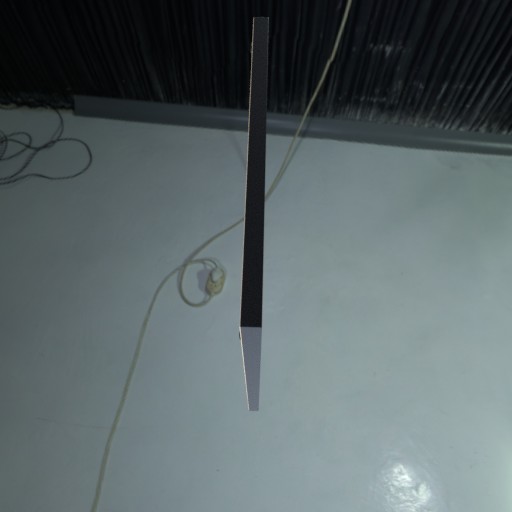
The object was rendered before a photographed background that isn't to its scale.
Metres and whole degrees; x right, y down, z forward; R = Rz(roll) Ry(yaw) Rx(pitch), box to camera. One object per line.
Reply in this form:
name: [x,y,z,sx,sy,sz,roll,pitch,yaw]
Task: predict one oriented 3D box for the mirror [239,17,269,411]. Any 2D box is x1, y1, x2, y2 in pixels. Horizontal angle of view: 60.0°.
mirror: [0.000,0.000,1.338,0.040,1.016,0.762,1,64,1]
